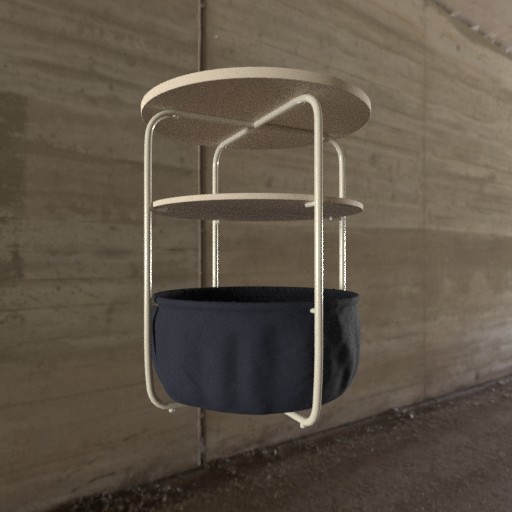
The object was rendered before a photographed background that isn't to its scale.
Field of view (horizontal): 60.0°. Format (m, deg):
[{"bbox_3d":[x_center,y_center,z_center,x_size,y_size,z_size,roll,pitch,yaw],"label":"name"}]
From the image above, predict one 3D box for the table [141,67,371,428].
[{"bbox_3d":[0.000,0.000,0.833,0.418,0.532,0.418,0,0,18],"label":"table"}]
